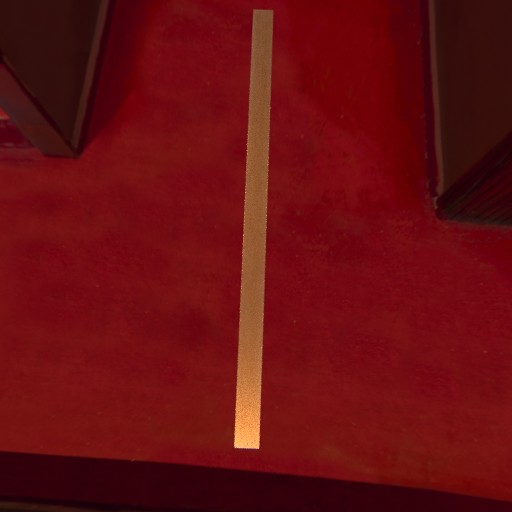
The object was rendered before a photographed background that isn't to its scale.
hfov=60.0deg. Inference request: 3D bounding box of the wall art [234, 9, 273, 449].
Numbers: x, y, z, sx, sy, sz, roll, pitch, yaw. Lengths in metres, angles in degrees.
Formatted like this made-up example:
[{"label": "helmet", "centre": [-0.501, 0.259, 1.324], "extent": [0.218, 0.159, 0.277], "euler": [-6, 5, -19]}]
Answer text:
[{"label": "wall art", "centre": [0.000, 0.000, 1.106], "extent": [0.037, 0.760, 0.762], "euler": [2, 76, 0]}]
